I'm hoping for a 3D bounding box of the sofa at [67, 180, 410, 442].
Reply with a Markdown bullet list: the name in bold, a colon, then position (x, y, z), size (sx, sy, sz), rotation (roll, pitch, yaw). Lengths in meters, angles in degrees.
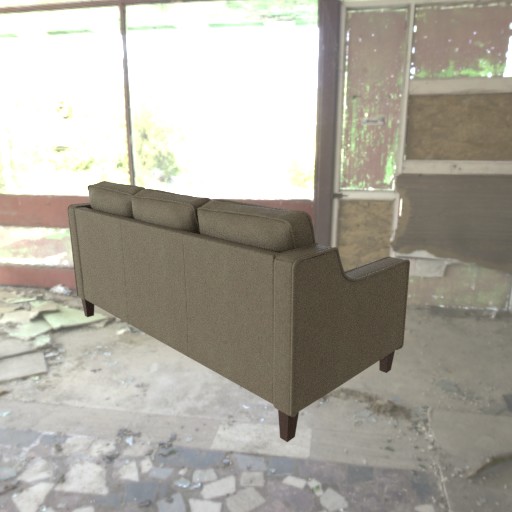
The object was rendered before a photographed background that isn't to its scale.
- **sofa**: position (0.000, 0.000, 3.309), size (1.858, 1.081, 2.317), rotation (-14, 20, -43)
